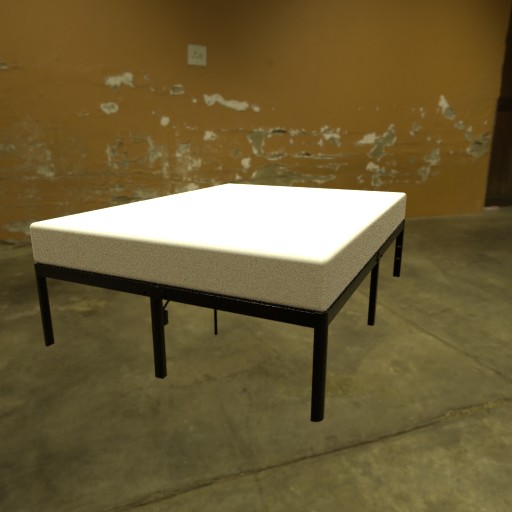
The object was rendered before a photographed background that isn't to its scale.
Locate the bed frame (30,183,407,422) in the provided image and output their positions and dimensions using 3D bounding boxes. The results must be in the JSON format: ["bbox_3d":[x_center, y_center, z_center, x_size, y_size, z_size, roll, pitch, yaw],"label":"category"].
[{"bbox_3d":[0.000,0.000,2.843,1.557,0.659,2.072,7,17,25],"label":"bed frame"}]
